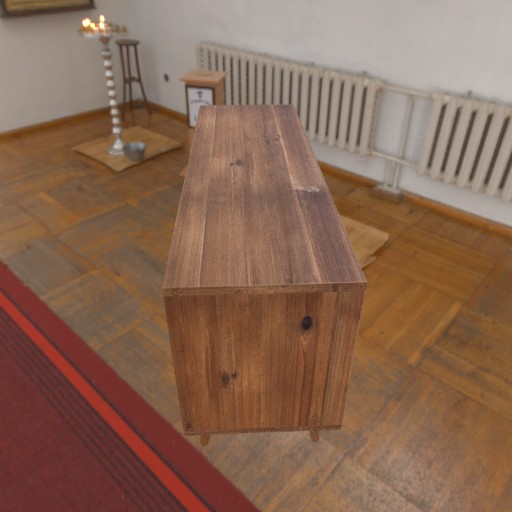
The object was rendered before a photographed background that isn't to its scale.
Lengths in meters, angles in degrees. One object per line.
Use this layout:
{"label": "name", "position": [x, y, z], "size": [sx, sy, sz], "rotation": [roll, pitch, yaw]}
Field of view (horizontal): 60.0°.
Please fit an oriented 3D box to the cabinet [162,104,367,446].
{"label": "cabinet", "position": [0.000, 0.000, 1.770], "size": [0.472, 0.800, 1.400], "rotation": [-1, 34, -2]}
